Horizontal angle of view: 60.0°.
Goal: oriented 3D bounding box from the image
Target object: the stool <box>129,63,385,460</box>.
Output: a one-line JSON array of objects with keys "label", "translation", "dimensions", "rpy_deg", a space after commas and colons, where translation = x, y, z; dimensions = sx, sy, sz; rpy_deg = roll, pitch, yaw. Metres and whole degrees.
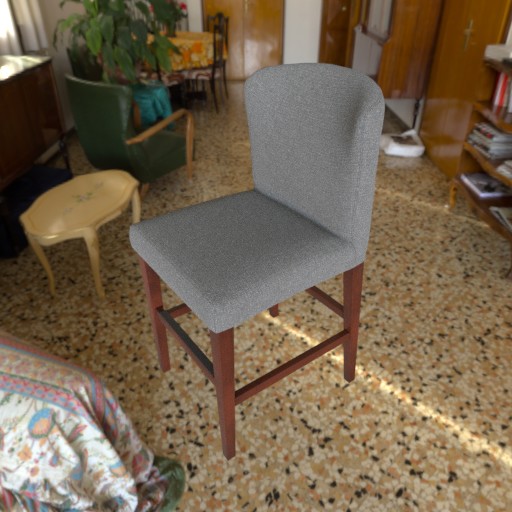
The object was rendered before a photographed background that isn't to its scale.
[{"label": "stool", "translation": [0.000, 0.000, 1.274], "dimensions": [0.568, 0.968, 0.479], "rpy_deg": [-22, 38, -30]}]
